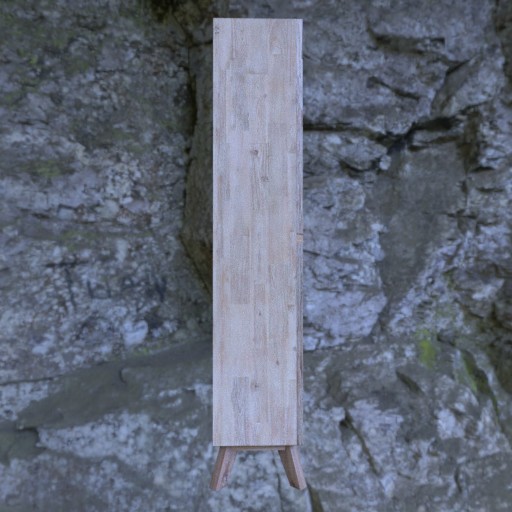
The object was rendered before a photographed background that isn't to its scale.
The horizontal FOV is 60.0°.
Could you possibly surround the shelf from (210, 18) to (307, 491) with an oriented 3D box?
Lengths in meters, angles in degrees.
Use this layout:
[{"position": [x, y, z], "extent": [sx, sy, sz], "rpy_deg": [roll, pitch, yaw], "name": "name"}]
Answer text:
[{"position": [0.000, 0.000, 1.745], "extent": [0.308, 1.471, 0.748], "rpy_deg": [0, -1, -1], "name": "shelf"}]
